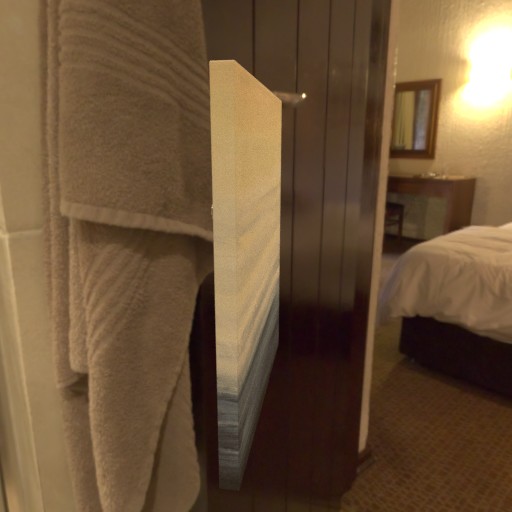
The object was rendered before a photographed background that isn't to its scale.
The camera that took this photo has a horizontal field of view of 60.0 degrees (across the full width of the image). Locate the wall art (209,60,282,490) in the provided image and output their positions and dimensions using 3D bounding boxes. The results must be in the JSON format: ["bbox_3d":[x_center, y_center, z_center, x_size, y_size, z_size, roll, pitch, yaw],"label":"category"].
[{"bbox_3d":[0.000,0.000,0.990,0.041,0.710,0.608,2,14,9],"label":"wall art"}]
